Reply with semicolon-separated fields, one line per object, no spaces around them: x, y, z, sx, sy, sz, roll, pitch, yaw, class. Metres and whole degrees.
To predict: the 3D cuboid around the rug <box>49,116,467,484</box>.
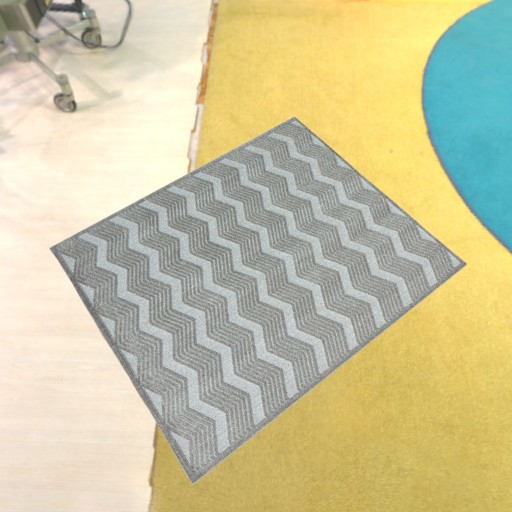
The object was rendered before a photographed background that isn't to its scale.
0.000;0.000;3.958;2.880;0.005;2.391;-33;64;-18;rug
